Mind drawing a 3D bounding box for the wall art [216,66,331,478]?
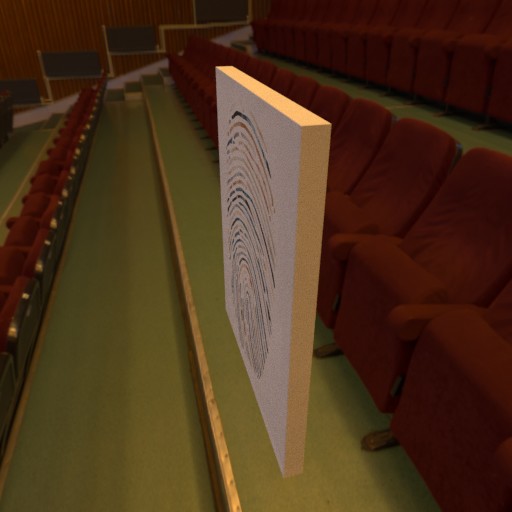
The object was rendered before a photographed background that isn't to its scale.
[{"bbox_3d":[0.000,0.000,0.838,0.037,0.606,0.508,-8,31,-13],"label":"wall art"}]
